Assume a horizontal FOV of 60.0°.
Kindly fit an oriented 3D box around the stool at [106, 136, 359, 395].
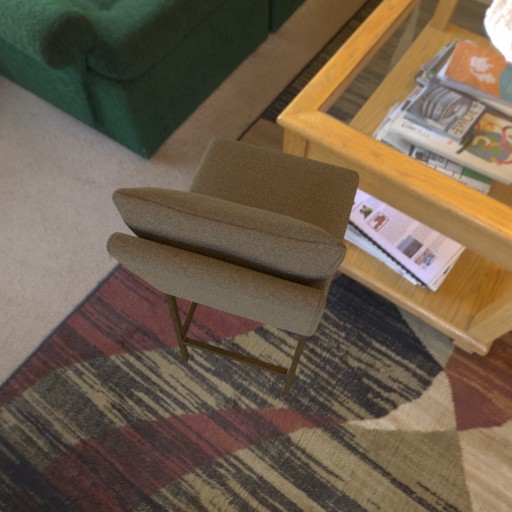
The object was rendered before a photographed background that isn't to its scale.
[{"bbox_3d":[0.000,0.000,1.321,0.463,1.030,0.569,16,64,8],"label":"stool"}]
